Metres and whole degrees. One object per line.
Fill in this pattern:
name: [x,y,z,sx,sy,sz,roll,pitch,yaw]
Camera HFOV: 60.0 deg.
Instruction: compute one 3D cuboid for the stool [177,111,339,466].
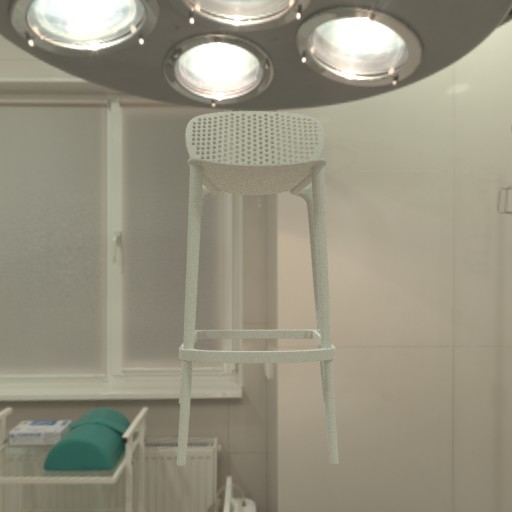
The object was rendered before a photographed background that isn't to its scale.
stool: [0.000,0.000,1.351,0.536,1.045,0.535,0,0,-1]
